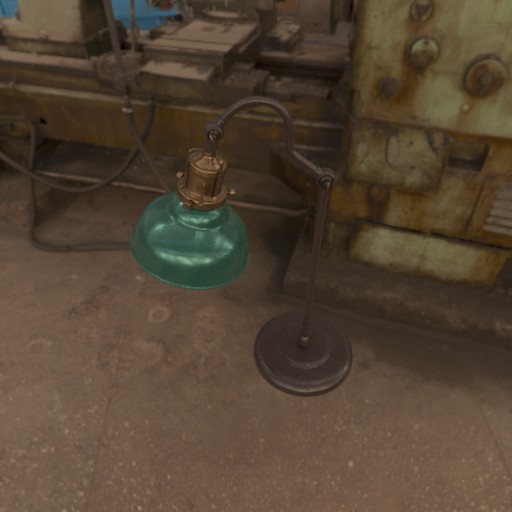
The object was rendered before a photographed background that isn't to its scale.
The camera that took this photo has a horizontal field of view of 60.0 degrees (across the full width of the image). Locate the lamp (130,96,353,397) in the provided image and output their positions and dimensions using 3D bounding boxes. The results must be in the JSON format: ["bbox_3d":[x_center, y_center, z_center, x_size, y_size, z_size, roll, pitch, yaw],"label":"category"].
[{"bbox_3d":[0.000,0.000,0.694,0.374,0.508,0.192,0,42,0],"label":"lamp"}]
